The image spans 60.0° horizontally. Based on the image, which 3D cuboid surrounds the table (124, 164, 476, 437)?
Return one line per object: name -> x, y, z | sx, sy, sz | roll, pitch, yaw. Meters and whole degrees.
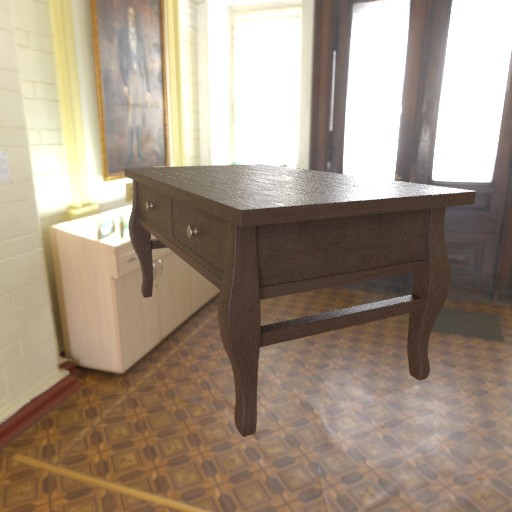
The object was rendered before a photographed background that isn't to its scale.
table -> 0.000, 0.000, 1.398 | 0.600, 0.494, 1.062 | -7, 17, -25
